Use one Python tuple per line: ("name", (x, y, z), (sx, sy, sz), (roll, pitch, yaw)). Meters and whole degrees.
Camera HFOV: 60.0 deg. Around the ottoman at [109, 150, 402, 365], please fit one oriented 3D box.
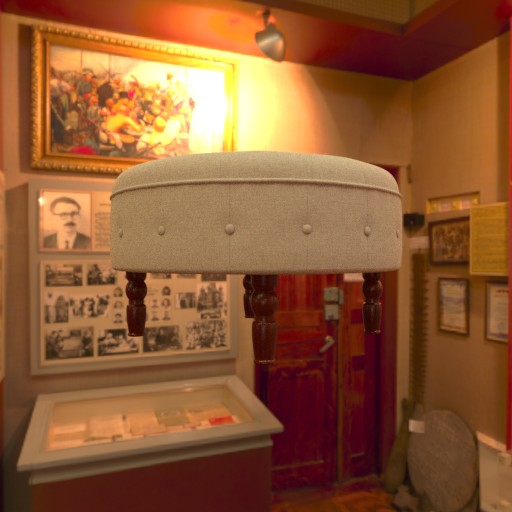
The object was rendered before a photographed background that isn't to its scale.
("ottoman", (0.000, 0.000, 1.354), (0.849, 0.478, 0.849), (0, 0, 0))
